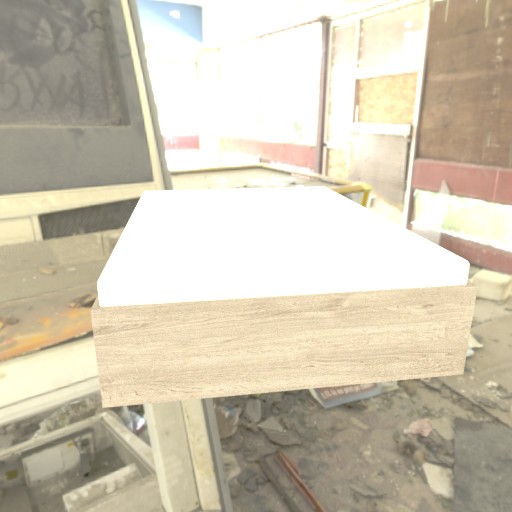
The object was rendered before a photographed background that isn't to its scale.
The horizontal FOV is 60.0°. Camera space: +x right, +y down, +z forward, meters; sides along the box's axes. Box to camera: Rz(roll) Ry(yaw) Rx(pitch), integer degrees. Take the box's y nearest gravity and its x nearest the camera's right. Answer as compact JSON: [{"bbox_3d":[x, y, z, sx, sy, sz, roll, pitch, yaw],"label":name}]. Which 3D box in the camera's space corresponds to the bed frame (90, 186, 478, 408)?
[{"bbox_3d":[0.000,0.000,2.582,1.448,0.490,1.944,-3,18,-8],"label":"bed frame"}]
